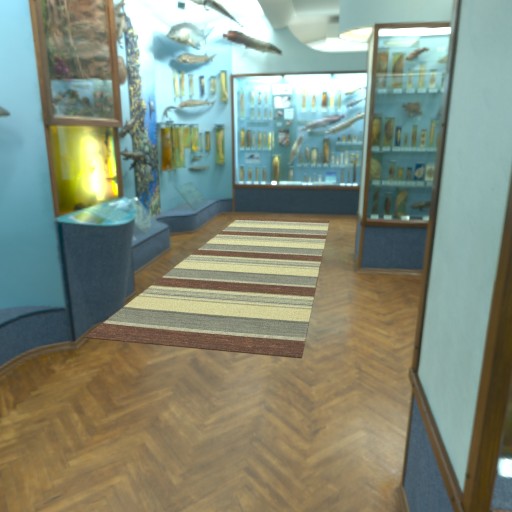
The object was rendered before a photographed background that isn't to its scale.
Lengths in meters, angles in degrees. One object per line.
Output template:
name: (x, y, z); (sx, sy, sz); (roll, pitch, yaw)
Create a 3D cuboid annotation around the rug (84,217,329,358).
rug: (0.000, 0.000, 2.686); (0.792, 0.006, 2.437); (3, 16, 11)
